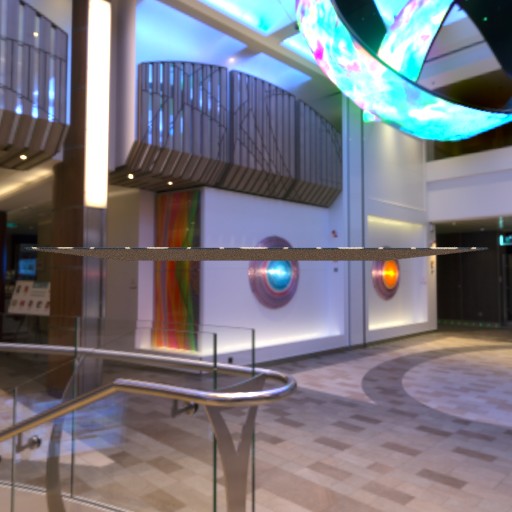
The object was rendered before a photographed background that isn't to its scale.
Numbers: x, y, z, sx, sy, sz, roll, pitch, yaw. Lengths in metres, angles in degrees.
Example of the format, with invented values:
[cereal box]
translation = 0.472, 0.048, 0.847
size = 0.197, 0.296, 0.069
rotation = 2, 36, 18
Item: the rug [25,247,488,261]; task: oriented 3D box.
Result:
[rug]
translation = 0.000, 0.000, 4.405
size = 3.353, 0.010, 2.438
rotation = 0, -3, 0
